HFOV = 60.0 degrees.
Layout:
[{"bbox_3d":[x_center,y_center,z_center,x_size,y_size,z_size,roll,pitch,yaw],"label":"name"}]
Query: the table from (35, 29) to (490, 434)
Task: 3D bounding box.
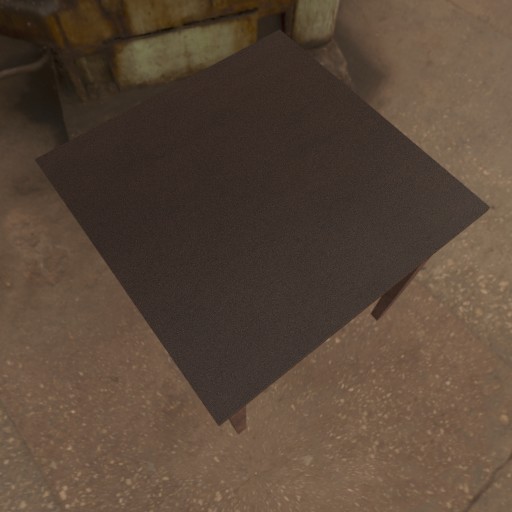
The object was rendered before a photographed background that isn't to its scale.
[{"bbox_3d":[0.000,0.000,1.367,0.749,0.770,0.749,-35,69,-16],"label":"table"}]
